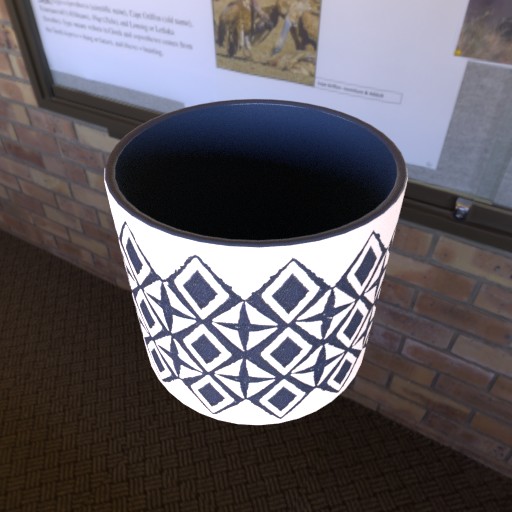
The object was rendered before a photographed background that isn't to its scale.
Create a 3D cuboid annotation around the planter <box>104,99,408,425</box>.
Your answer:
[{"bbox_3d":[0.000,0.000,0.324,0.182,0.165,0.182,0,40,0],"label":"planter"}]
